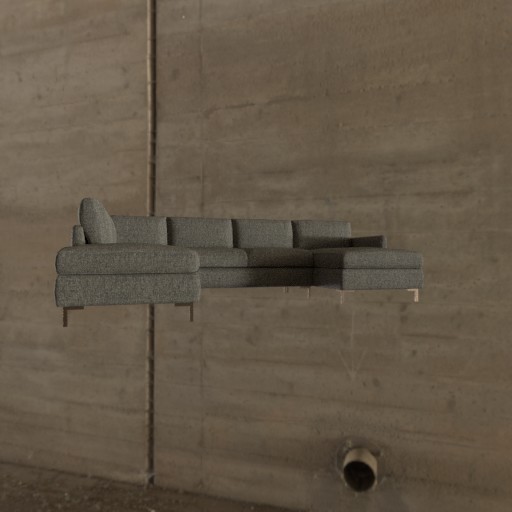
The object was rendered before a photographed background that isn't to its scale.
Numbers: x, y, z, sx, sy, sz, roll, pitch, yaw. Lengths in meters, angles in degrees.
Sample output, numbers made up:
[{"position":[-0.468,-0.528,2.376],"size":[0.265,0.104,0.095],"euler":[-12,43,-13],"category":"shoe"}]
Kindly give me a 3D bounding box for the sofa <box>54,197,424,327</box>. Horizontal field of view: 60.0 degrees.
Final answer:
[{"position":[0.000,0.000,3.568],"size":[2.737,0.756,1.879],"euler":[0,0,-16],"category":"sofa"}]
